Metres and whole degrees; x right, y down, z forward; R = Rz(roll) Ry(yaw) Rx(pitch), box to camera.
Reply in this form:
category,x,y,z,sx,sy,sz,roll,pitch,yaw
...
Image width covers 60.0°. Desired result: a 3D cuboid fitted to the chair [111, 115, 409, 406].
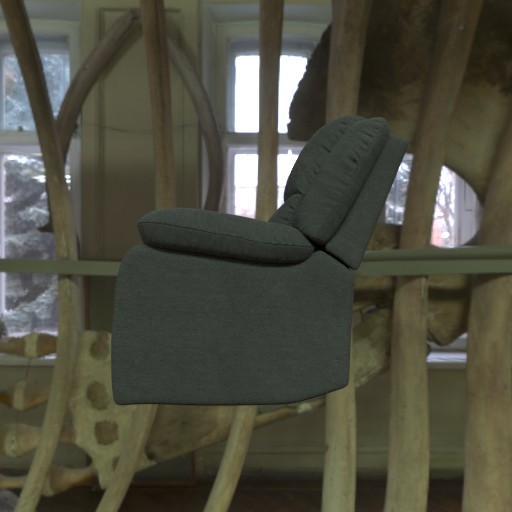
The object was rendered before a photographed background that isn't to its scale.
category,x,y,z,sx,sy,sz,roll,pitch,yaw
chair,0.000,0.000,1.754,0.944,1.008,0.899,0,1,0
